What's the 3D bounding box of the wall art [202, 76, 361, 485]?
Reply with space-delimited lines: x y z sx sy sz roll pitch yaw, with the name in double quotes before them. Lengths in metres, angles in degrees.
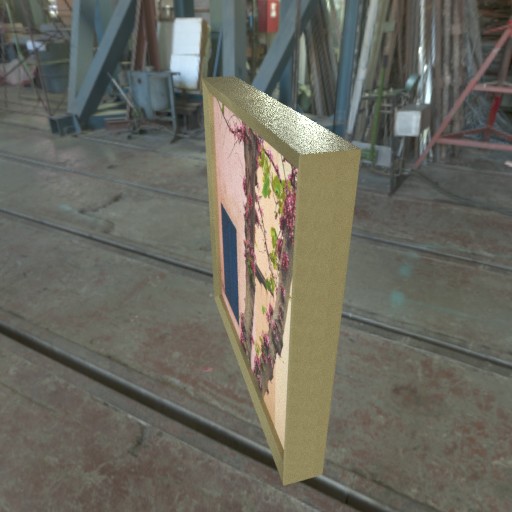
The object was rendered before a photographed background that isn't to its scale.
"wall art" 0.000 0.000 0.456 0.038 0.305 0.304 -8 31 -14
